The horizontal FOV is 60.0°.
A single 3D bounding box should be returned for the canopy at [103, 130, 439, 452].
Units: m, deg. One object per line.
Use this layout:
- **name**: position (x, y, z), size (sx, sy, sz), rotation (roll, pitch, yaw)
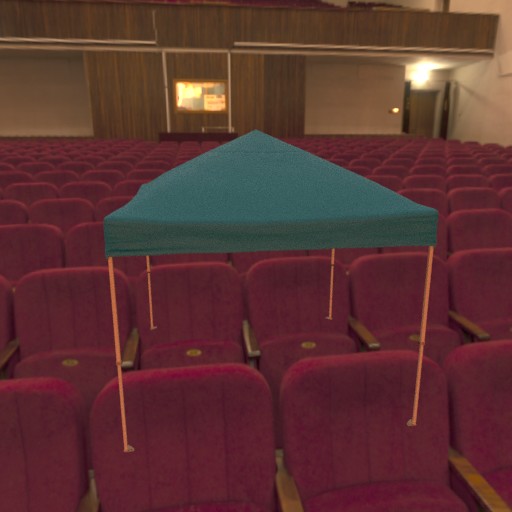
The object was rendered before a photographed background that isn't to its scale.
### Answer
- **canopy**: position (0.000, 0.000, 5.468), size (2.998, 2.997, 2.996), rotation (-2, 15, -8)
